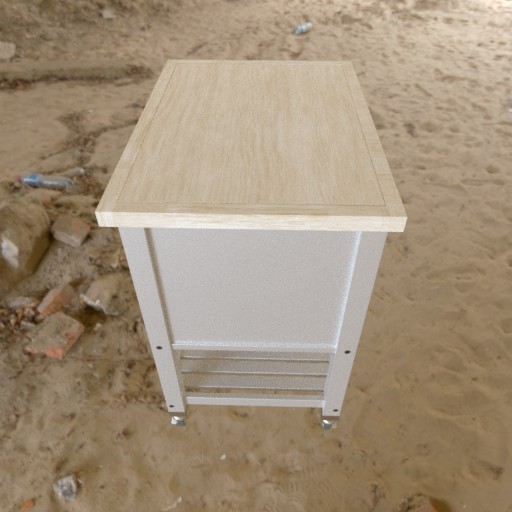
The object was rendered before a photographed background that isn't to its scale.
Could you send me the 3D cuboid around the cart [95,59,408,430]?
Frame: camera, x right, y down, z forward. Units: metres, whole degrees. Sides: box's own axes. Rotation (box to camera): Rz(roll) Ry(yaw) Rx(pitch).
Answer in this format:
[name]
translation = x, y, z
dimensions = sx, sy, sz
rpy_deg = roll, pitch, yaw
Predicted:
[cart]
translation = 0.000, 0.000, 1.380
dimensions = 0.559, 0.914, 0.762
rpy_deg = 1, 43, 1
